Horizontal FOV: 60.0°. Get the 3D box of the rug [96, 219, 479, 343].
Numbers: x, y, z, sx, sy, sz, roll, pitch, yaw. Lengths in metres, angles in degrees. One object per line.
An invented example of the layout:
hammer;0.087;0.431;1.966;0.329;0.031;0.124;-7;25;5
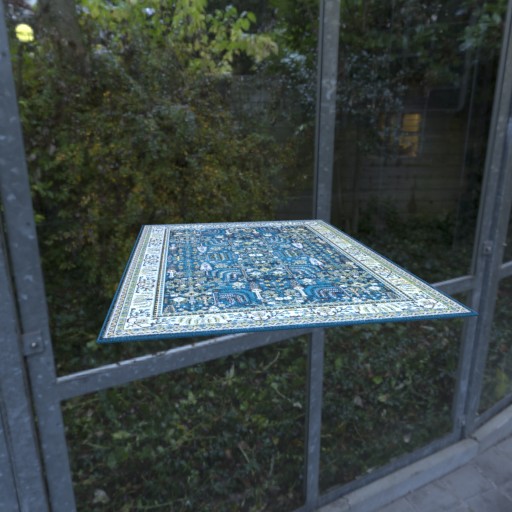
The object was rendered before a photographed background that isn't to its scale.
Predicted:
rug;0.000;0.000;2.854;1.594;0.013;2.213;-3;16;-9
